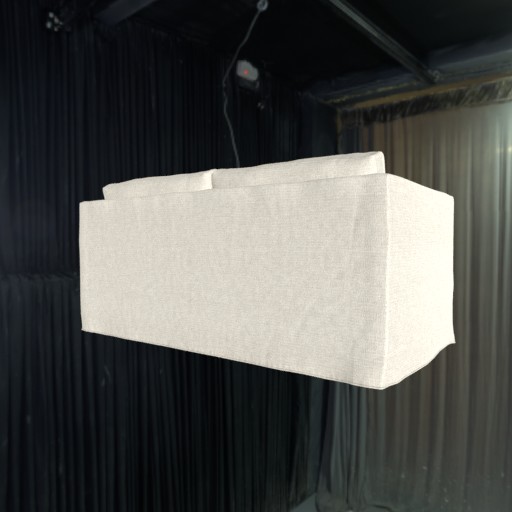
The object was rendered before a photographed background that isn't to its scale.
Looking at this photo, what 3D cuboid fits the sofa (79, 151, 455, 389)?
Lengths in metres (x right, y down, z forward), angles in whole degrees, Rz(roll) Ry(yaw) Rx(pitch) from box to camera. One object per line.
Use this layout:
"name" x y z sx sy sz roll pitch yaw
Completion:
"sofa" 0.000 0.000 2.302 1.766 0.828 0.956 1 2 36
